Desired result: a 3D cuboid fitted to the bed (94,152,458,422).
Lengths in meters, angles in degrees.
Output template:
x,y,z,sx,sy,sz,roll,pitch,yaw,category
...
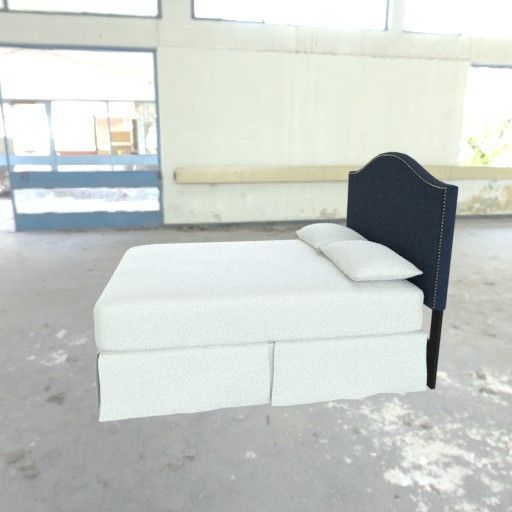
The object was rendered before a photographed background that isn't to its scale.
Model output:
x,y,z,sx,sy,sz,roll,pitch,yaw,category
0.000,0.000,3.324,2.153,1.518,1.725,-2,14,-8,bed
